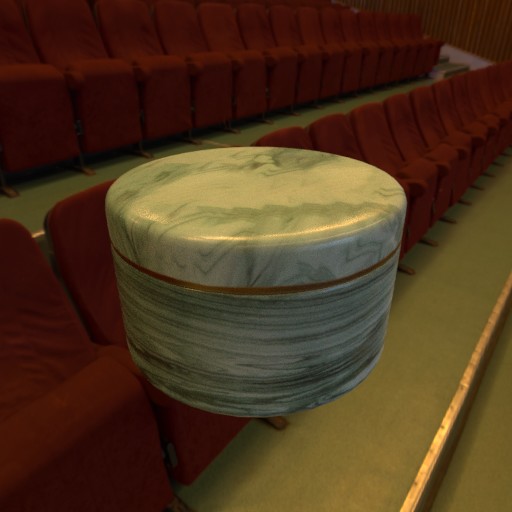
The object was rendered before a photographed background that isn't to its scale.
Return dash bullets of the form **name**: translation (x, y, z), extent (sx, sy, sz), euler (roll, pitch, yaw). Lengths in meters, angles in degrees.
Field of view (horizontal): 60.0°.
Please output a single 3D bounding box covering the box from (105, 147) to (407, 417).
- **box**: translation (0.000, 0.000, 0.167), extent (0.101, 0.063, 0.101), euler (0, 27, 0)
